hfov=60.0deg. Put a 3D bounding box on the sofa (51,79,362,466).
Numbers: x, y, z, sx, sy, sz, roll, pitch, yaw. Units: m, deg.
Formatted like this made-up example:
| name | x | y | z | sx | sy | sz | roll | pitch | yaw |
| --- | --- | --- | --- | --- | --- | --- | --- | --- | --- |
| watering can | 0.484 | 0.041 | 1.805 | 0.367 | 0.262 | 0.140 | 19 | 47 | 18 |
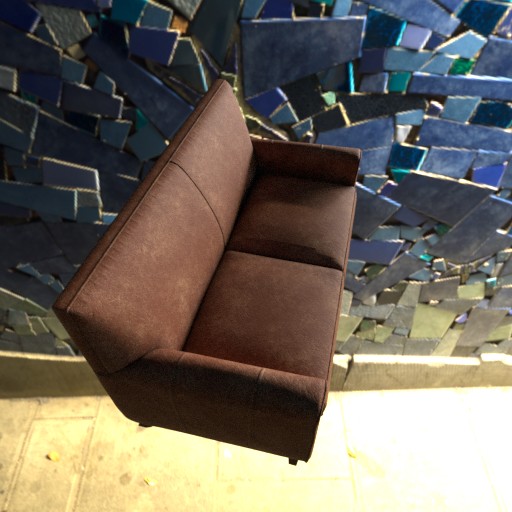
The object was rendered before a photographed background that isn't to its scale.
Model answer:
| name | x | y | z | sx | sy | sz | roll | pitch | yaw |
| --- | --- | --- | --- | --- | --- | --- | --- | --- | --- |
| sofa | 0.000 | 0.000 | 1.931 | 0.787 | 0.871 | 1.473 | 10 | 46 | 10 |
